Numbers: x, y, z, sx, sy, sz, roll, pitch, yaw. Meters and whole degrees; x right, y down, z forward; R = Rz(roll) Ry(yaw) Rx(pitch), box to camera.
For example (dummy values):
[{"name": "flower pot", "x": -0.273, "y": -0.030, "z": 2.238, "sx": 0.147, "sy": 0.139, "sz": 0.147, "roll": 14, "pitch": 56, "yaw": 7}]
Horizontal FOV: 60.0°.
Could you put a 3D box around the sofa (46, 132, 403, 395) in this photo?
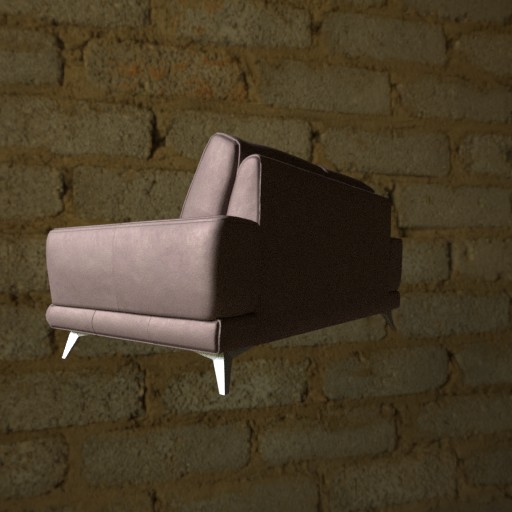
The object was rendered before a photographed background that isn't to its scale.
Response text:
[{"name": "sofa", "x": 0.000, "y": 0.000, "z": 2.343, "sx": 1.018, "sy": 0.907, "sz": 1.806, "roll": -1, "pitch": -1, "yaw": 36}]
